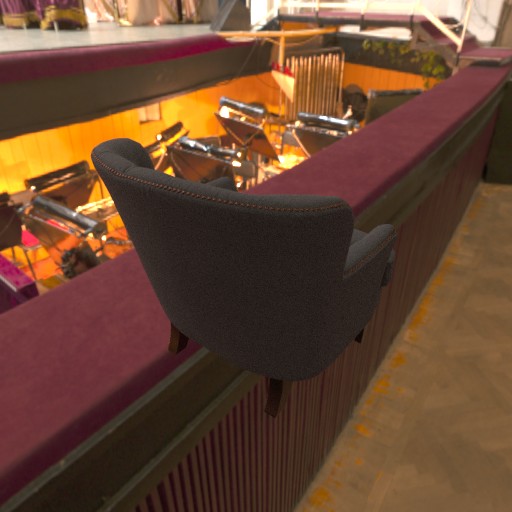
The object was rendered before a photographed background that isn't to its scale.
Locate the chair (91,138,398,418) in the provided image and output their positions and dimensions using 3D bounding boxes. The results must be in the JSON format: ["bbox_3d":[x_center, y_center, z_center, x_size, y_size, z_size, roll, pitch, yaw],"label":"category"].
[{"bbox_3d":[0.000,0.000,1.578,0.848,0.868,0.906,22,37,32],"label":"chair"}]
